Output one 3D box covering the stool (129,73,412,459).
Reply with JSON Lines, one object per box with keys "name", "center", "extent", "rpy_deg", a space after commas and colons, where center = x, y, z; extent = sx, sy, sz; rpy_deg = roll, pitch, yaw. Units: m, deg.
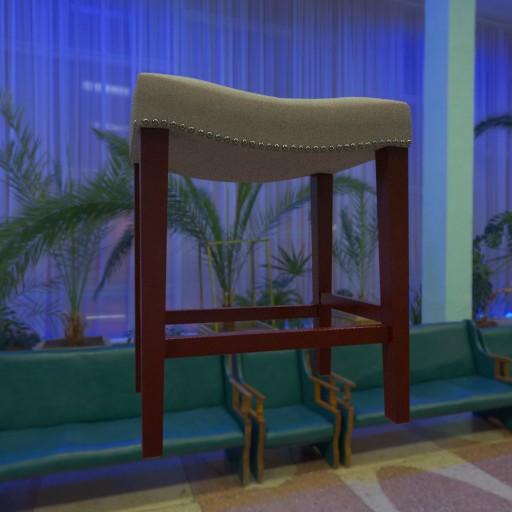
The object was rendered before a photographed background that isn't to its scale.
{"name": "stool", "center": [0.000, 0.000, 0.936], "extent": [0.509, 0.632, 0.375], "rpy_deg": [0, 1, -17]}
